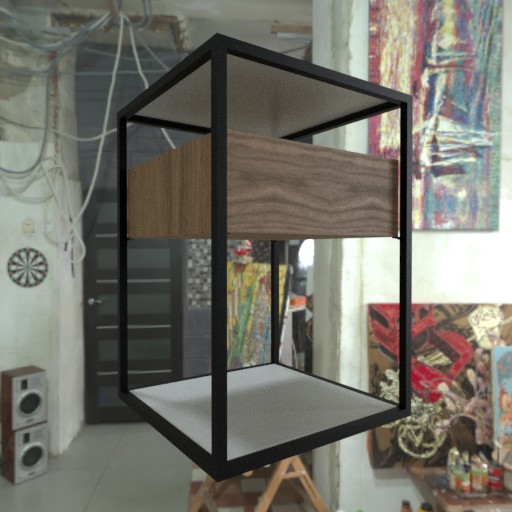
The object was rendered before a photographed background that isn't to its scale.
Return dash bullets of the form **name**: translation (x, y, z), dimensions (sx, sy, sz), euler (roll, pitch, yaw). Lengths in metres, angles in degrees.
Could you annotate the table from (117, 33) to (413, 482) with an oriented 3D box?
- **table**: translation (0.000, 0.000, 0.794), dimensions (0.378, 0.540, 0.378), euler (-1, 1, -35)
